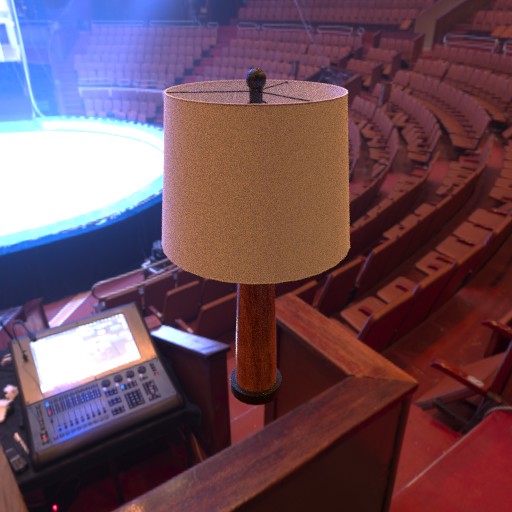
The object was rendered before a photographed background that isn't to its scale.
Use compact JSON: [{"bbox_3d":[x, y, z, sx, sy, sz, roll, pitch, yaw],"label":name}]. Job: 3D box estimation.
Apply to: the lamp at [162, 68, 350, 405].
[{"bbox_3d":[0.000,0.000,0.852,0.349,0.667,0.349,0,28,0],"label":"lamp"}]
